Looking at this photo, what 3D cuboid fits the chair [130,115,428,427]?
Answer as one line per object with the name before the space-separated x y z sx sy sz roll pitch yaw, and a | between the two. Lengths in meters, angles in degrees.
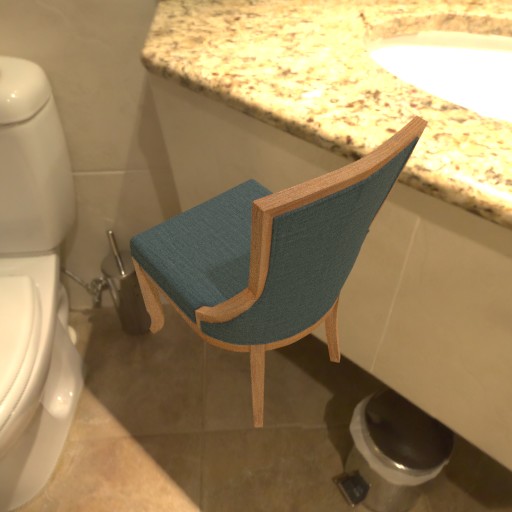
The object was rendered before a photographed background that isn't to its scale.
chair | 0.000 0.000 1.309 0.524 0.947 0.641 -31 53 -27
